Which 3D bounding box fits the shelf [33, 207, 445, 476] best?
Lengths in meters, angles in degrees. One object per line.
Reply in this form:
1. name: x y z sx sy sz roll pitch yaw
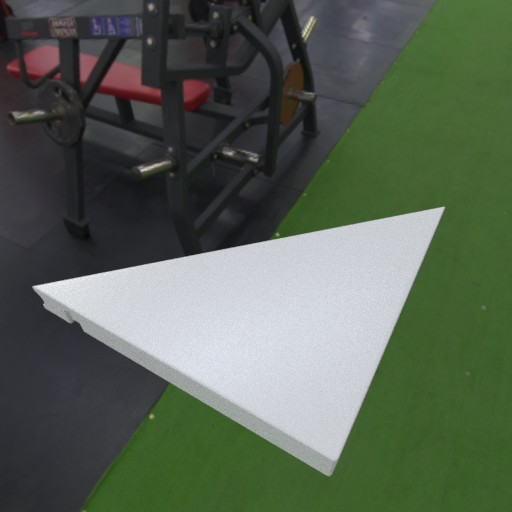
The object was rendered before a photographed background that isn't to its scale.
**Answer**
1. shelf: 0.000 0.000 0.445 0.296 0.035 0.296 23 52 20
